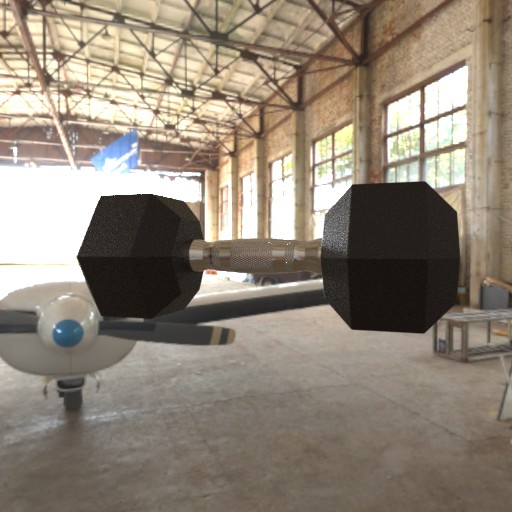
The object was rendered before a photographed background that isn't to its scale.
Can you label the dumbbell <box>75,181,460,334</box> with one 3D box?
[{"bbox_3d":[0.000,0.000,0.435,0.356,0.123,0.141,0,1,18],"label":"dumbbell"}]
